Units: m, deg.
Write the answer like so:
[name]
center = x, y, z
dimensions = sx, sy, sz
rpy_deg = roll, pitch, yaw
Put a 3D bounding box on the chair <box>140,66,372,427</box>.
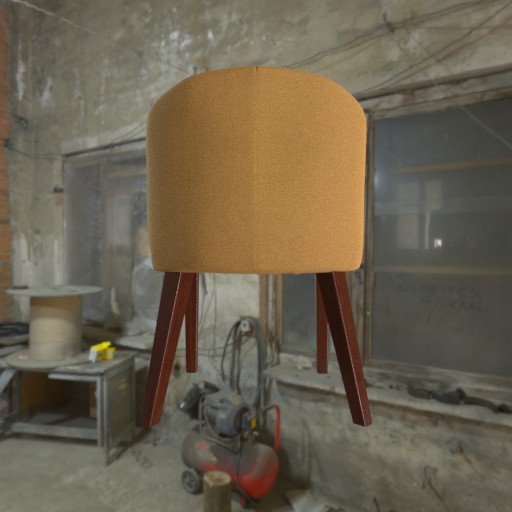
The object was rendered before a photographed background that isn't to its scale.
[chair]
center = 0.000, 0.000, 1.246
dimensions = 0.583, 0.811, 0.655
rpy_deg = 0, 1, 0
